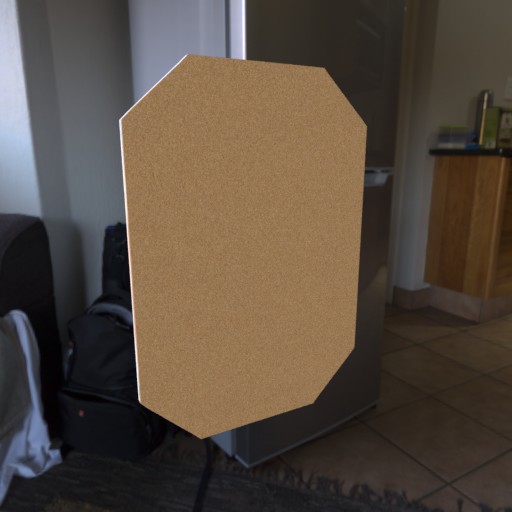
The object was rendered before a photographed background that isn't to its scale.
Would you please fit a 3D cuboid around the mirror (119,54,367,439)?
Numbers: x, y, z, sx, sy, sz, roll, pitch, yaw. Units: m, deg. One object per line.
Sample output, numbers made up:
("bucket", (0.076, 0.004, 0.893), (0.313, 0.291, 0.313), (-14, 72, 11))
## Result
("mirror", (0.000, 0.000, 1.255), (0.709, 1.015, 0.061), (-7, 15, -27))
